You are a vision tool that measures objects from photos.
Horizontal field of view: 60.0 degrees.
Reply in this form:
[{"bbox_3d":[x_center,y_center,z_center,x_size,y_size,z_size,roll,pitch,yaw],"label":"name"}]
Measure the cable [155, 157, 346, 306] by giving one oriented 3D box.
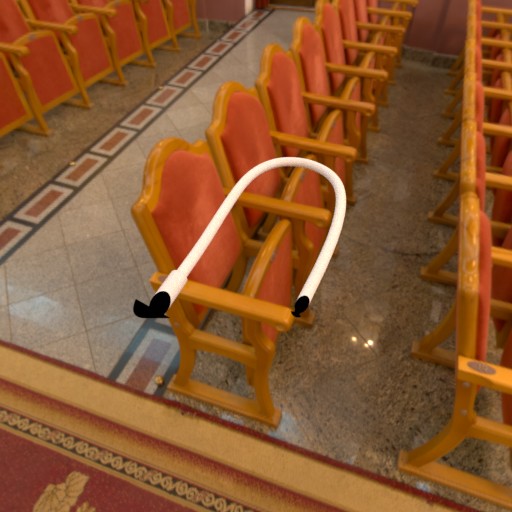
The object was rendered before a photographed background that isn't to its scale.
[{"bbox_3d":[0.000,0.000,0.112,0.040,0.006,0.098,14,44,15],"label":"cable"}]
